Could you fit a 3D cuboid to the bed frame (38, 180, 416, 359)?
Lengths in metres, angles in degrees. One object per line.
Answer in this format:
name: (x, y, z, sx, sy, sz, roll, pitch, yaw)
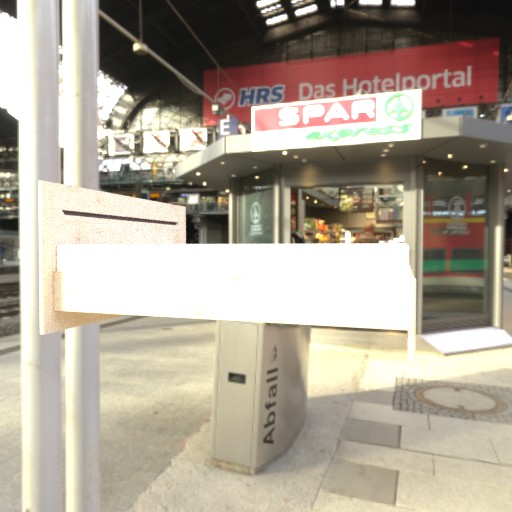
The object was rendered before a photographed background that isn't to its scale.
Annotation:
bed frame: (0.000, 0.000, 3.122, 2.080, 0.900, 1.800, 0, 1, 18)
